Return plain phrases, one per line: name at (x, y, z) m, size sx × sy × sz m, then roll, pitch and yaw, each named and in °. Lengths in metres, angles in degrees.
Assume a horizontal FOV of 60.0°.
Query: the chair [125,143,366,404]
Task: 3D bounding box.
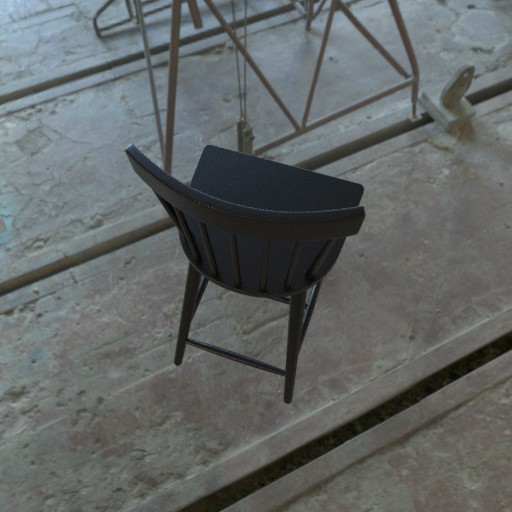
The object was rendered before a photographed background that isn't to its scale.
chair at (0.000, 0.000, 1.281) m, size 0.483 × 0.952 × 0.572 m, roll 17°, pitch 64°, yaw 8°
